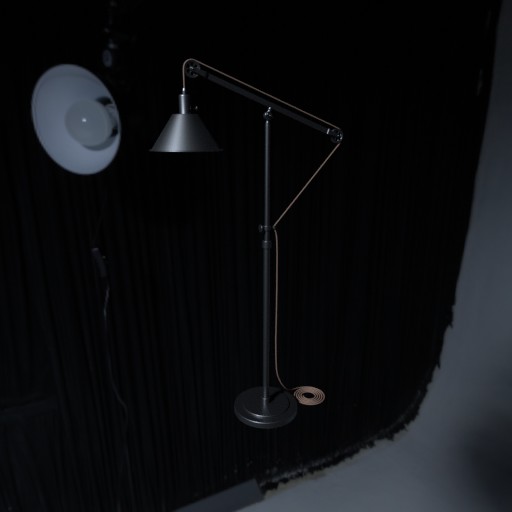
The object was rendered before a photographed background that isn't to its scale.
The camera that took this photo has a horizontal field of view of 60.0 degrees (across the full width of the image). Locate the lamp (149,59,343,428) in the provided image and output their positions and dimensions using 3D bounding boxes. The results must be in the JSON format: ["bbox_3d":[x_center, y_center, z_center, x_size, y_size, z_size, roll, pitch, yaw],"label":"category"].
[{"bbox_3d":[0.000,0.000,2.023,0.904,1.626,0.319,-7,17,-25],"label":"lamp"}]
